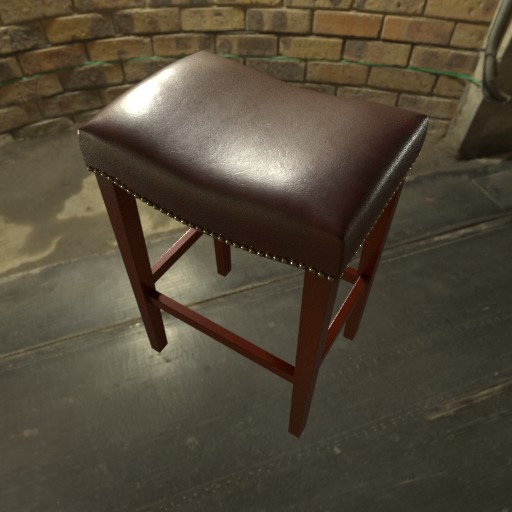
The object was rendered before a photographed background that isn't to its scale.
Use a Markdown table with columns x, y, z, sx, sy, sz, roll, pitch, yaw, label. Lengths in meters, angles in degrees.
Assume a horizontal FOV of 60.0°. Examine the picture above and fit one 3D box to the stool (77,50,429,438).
| x | y | z | sx | sy | sz | roll | pitch | yaw | label |
| --- | --- | --- | --- | --- | --- | --- | --- | --- | --- |
| 0.000 | 0.000 | 1.013 | 0.504 | 0.742 | 0.372 | 25 | 53 | 21 | stool |
